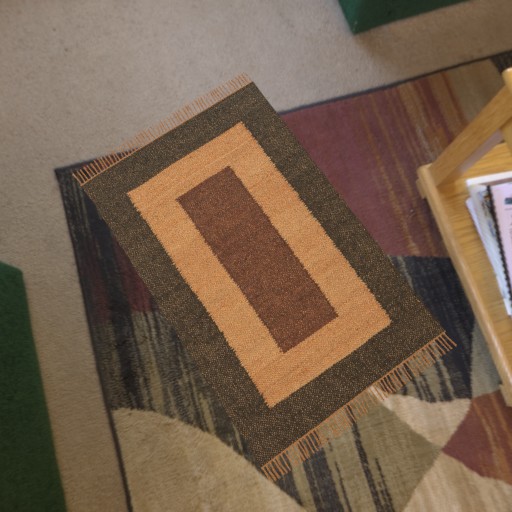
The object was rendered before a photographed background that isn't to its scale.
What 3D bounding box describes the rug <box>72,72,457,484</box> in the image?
[{"bbox_3d":[0.000,0.000,1.870,0.920,0.013,1.541,-34,79,-7],"label":"rug"}]
